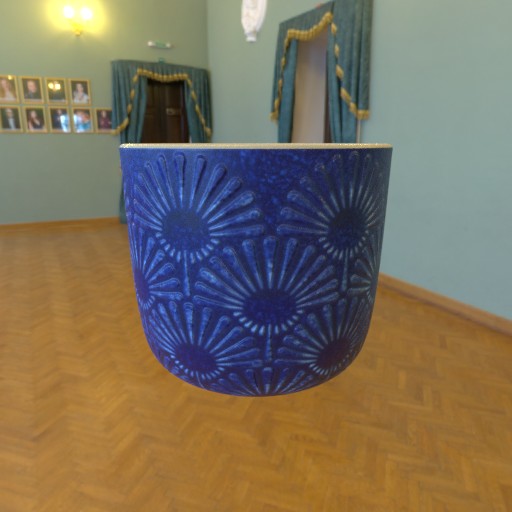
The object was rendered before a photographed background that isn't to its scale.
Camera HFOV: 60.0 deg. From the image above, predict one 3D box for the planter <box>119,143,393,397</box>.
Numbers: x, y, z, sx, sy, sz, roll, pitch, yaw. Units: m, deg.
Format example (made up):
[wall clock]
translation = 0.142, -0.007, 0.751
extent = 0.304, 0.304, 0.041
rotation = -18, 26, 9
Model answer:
[planter]
translation = 0.000, 0.000, 0.222
extent = 0.124, 0.109, 0.124
rotation = 0, 14, 0
